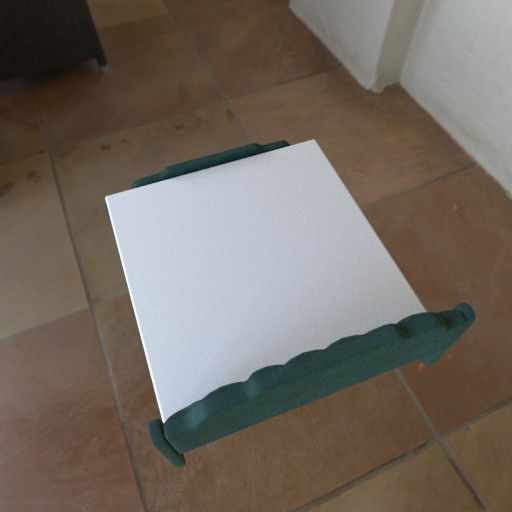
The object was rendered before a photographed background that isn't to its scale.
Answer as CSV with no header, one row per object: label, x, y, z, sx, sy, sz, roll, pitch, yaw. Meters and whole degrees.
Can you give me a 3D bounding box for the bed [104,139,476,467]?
bed,0.000,0.000,3.480,2.074,1.245,2.340,-18,59,-11
